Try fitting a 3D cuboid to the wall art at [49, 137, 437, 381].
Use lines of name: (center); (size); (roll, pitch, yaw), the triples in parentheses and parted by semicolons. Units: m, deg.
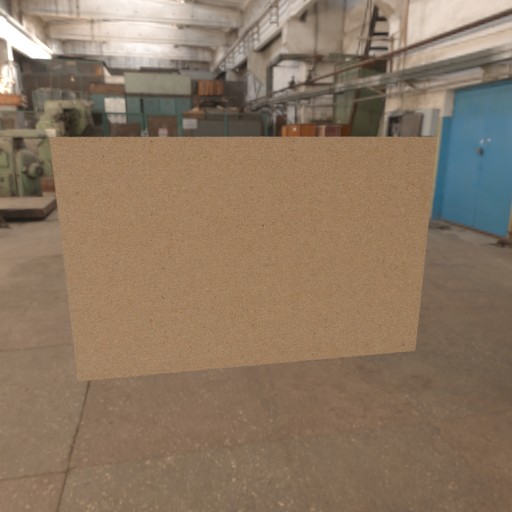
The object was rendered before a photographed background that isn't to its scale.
wall art: (0.000, 0.000, 0.768); (0.618, 0.398, 0.042); (-3, 15, -10)
